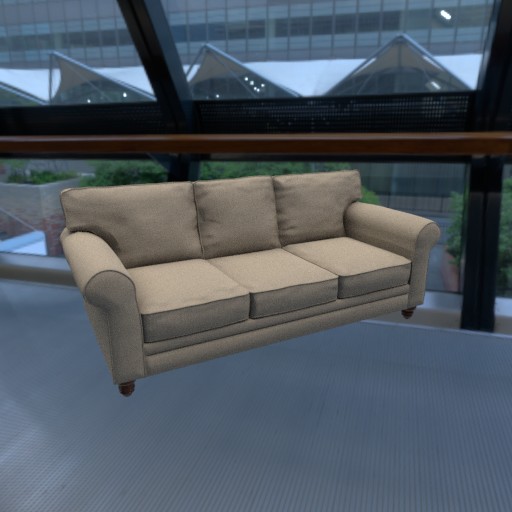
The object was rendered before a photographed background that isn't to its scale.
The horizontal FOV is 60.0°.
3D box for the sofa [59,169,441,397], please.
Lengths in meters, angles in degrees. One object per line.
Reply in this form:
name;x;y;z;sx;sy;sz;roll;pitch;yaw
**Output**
sofa;0.000;0.000;2.700;2.118;0.889;0.998;-9;19;-27
